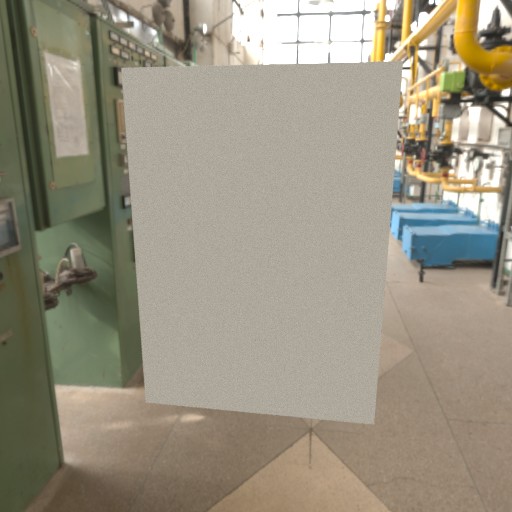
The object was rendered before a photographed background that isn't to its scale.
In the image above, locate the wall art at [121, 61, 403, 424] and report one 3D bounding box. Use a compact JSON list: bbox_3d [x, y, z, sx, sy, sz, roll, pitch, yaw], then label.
[{"bbox_3d":[0.000,0.000,0.667,0.381,0.533,0.013,2,15,9],"label":"wall art"}]
